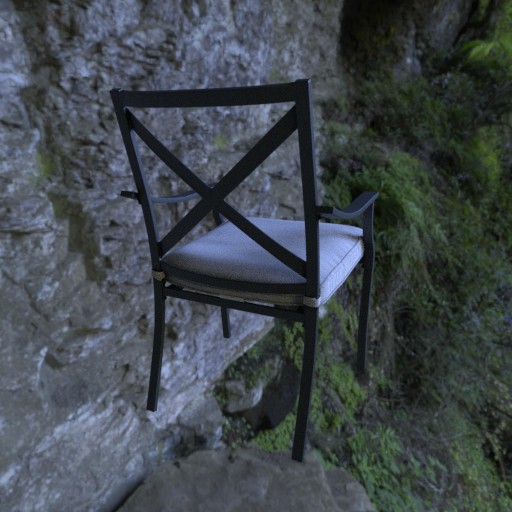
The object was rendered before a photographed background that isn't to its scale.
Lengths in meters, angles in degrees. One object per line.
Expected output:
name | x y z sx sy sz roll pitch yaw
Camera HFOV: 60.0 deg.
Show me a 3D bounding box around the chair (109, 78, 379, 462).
chair | 0.000 0.000 1.283 0.575 0.889 0.620 8 18 25
